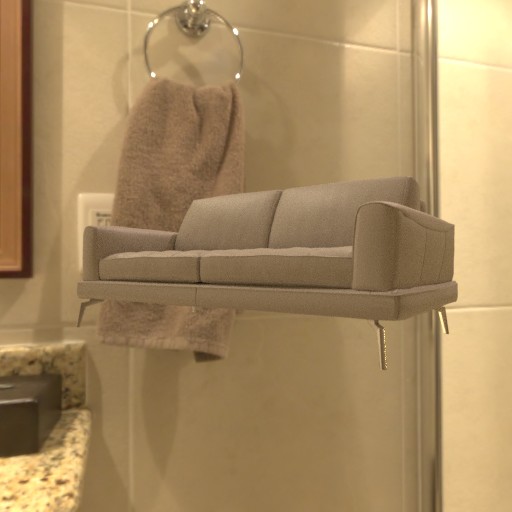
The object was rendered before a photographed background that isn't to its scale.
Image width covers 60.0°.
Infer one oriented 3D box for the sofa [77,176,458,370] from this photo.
[{"bbox_3d":[0.000,0.000,2.748,2.177,0.930,1.121,-1,-1,36],"label":"sofa"}]
